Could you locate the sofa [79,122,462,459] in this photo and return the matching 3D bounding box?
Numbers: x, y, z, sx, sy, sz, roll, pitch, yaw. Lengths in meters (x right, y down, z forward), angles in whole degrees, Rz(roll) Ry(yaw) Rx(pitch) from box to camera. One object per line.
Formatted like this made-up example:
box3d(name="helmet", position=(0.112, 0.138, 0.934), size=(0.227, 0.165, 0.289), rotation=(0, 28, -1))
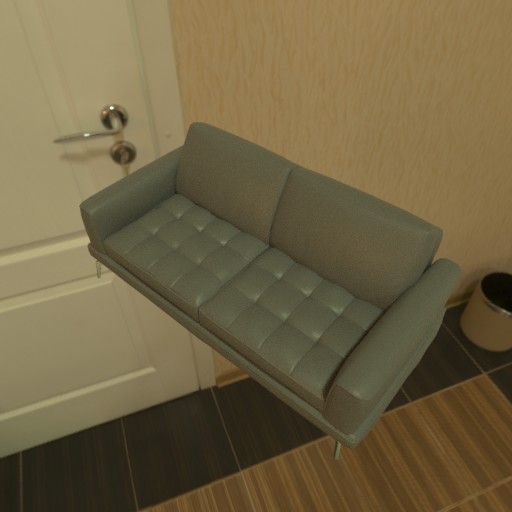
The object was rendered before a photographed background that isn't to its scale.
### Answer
box3d(name="sofa", position=(0.000, 0.000, 2.739), size=(2.177, 0.930, 1.121), rotation=(31, 53, 27))
